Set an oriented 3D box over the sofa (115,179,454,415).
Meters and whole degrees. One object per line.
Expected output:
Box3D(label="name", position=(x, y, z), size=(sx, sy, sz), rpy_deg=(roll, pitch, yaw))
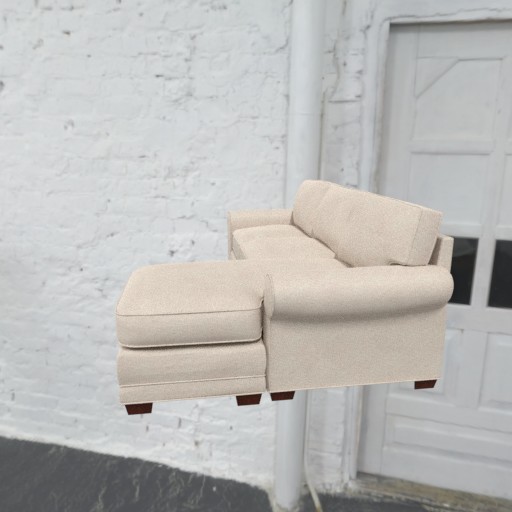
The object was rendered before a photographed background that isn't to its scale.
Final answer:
Box3D(label="sofa", position=(0.000, 0.000, 2.354), size=(1.226, 0.734, 1.770), rpy_deg=(-2, 14, -8))
